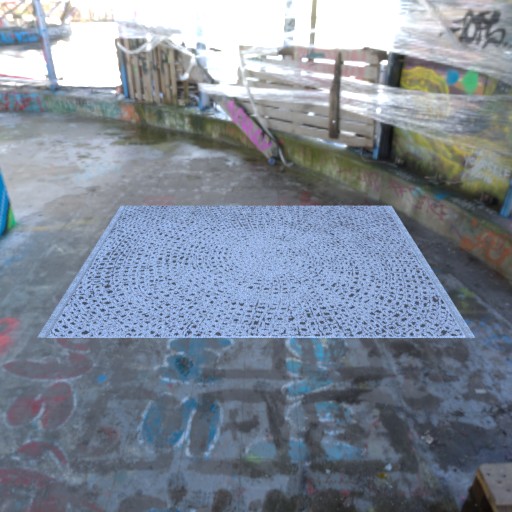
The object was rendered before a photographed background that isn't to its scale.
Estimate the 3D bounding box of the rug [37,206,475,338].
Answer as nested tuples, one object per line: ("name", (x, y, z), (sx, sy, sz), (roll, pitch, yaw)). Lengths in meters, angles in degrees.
("rug", (0.000, 0.000, 2.165), (1.634, 0.003, 1.190), (0, 31, 0))
